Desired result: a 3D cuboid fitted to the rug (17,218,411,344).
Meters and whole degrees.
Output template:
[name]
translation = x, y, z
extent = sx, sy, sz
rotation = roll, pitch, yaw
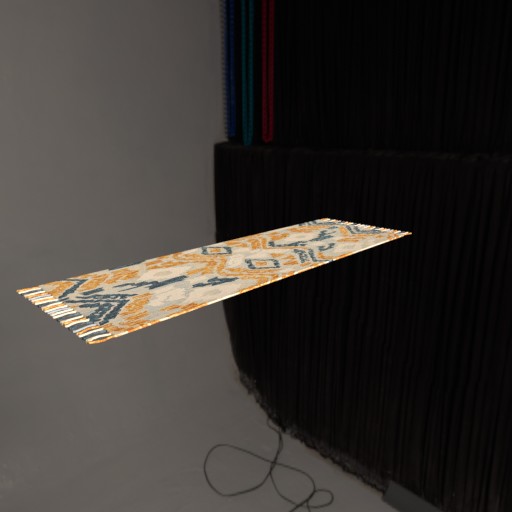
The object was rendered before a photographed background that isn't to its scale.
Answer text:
[rug]
translation = 0.000, 0.000, 2.658
extent = 0.783, 0.010, 2.437
rotation = 16, 22, 43
